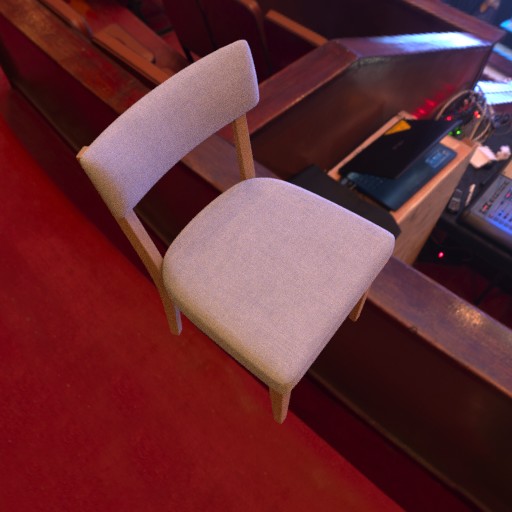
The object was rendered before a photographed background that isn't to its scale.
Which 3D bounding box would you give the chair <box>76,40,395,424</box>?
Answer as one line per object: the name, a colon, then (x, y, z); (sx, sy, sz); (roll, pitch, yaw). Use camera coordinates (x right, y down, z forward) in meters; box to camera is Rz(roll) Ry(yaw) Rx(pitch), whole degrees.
chair: (0.000, 0.000, 1.187); (0.572, 0.832, 0.508); (34, 64, 19)
